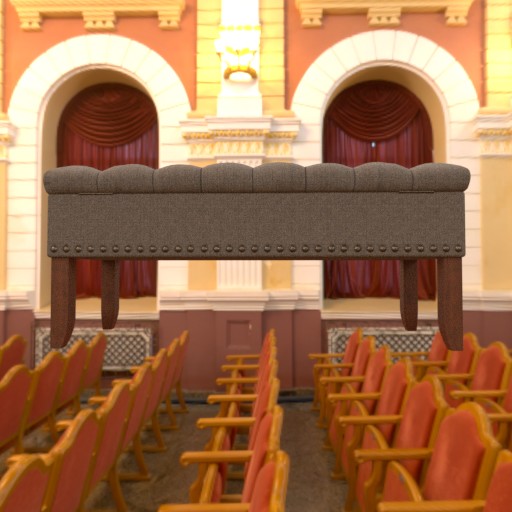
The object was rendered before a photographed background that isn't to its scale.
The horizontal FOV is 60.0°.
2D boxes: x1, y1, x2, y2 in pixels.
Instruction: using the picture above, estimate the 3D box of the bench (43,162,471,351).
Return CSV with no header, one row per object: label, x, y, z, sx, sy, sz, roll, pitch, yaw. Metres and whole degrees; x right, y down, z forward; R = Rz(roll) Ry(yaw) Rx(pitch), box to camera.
bench,0.000,0.000,1.279,1.052,0.470,0.417,0,-2,2
